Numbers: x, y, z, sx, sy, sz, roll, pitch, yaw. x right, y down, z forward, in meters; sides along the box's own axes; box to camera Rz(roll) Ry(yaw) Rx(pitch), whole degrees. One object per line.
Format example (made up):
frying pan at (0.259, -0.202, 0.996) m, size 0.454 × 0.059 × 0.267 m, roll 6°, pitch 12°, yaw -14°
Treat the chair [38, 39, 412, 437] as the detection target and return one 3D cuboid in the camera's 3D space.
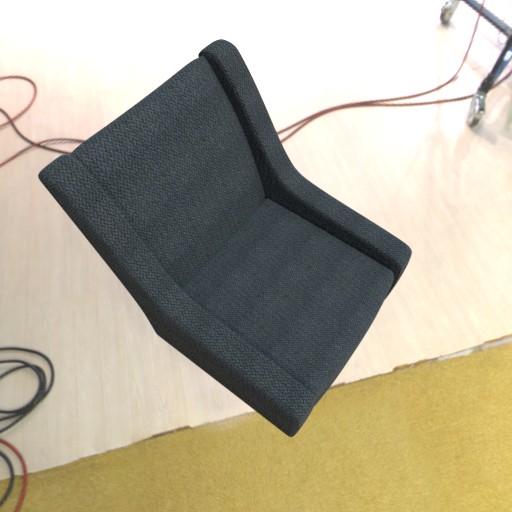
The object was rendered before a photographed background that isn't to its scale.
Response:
chair at (0.000, 0.000, 1.645) m, size 0.944 × 1.012 × 0.793 m, roll 33°, pitch 64°, yaw 18°
